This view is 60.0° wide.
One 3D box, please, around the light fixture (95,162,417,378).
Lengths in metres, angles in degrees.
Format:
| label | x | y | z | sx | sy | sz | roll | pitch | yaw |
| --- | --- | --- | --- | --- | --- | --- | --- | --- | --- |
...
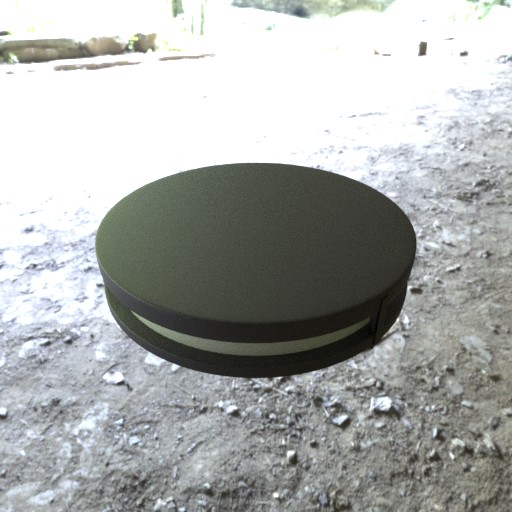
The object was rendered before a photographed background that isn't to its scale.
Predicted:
| label | x | y | z | sx | sy | sz | roll | pitch | yaw |
| --- | --- | --- | --- | --- | --- | --- | --- | --- | --- |
| light fixture | 0.000 | 0.000 | 0.537 | 0.356 | 0.102 | 0.356 | 0 | 33 | 0 |
